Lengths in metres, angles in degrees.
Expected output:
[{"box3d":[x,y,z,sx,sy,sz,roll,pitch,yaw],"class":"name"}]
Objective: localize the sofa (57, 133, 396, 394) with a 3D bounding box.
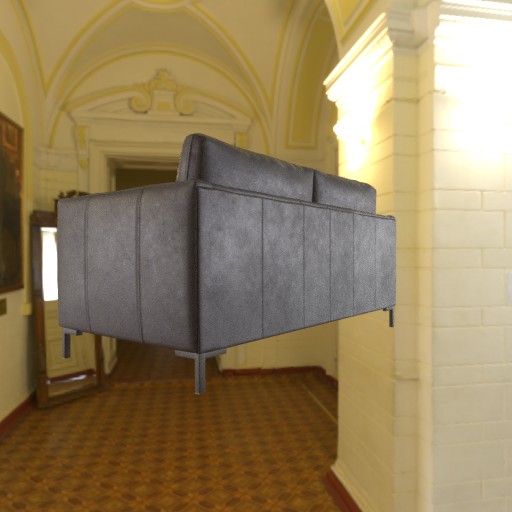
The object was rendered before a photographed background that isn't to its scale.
[{"box3d":[0.000,0.000,2.352,0.947,0.883,1.805,0,0,36],"class":"sofa"}]
